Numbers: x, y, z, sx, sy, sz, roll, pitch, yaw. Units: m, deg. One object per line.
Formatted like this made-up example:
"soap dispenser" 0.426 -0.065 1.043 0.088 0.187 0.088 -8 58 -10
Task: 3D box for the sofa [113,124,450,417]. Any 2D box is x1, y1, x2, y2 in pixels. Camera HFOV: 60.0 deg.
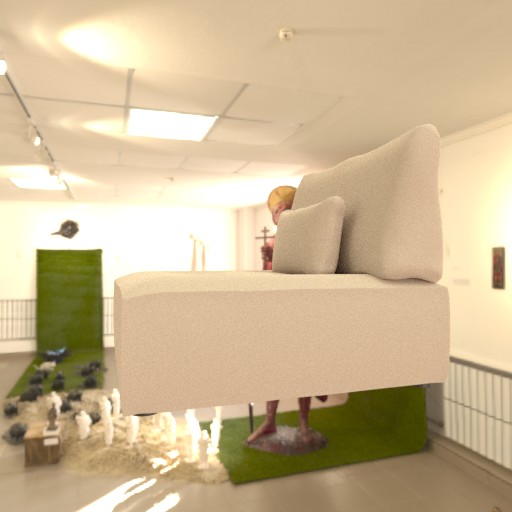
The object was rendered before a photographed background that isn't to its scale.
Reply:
"sofa" 0.000 0.000 1.661 1.000 0.828 0.935 0 -1 -19
